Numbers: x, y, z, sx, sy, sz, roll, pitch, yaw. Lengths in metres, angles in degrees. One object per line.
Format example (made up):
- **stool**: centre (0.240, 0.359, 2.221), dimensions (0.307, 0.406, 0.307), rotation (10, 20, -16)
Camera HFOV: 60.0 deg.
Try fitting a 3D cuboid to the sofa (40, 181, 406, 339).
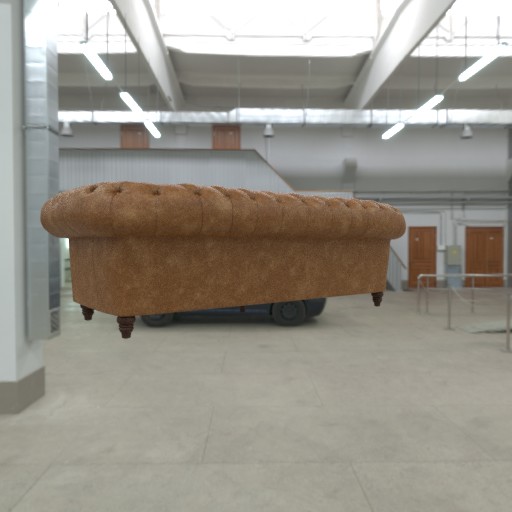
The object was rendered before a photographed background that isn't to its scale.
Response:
- **sofa**: centre (0.000, 0.000, 2.848), dimensions (2.365, 0.760, 0.989), rotation (-1, 2, -36)
